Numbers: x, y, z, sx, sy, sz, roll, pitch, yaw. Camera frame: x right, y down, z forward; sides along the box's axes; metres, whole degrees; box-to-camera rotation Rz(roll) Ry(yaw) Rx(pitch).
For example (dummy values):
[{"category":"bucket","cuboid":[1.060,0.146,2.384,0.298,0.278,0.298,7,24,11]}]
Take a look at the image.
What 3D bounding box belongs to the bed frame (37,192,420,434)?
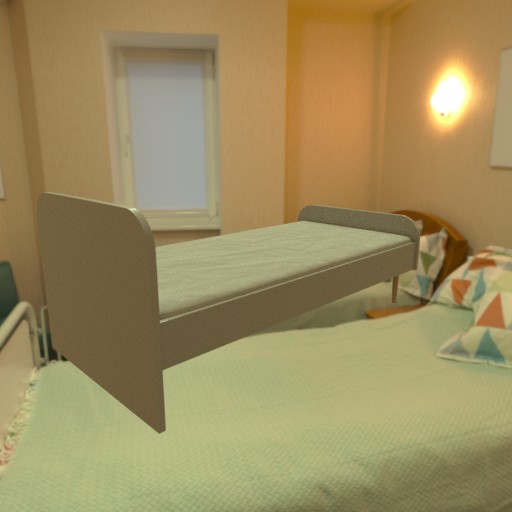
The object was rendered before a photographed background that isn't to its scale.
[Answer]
[{"category":"bed frame","cuboid":[0.000,0.000,2.511,1.963,0.805,0.998,-13,19,-43]}]
